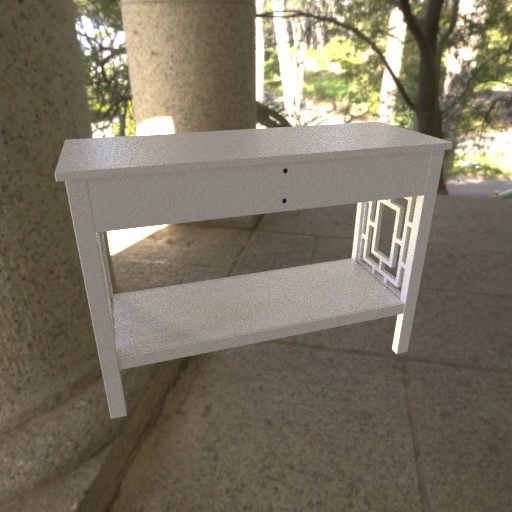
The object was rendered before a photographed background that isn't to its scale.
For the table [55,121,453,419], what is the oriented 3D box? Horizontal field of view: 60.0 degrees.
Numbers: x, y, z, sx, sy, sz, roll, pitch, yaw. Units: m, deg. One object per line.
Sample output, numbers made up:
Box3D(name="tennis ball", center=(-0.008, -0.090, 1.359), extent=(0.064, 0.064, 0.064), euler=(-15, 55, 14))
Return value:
Box3D(name="table", center=(0.000, 0.000, 1.466), extent=(1.068, 0.753, 0.397), euler=(-8, 27, -16))
